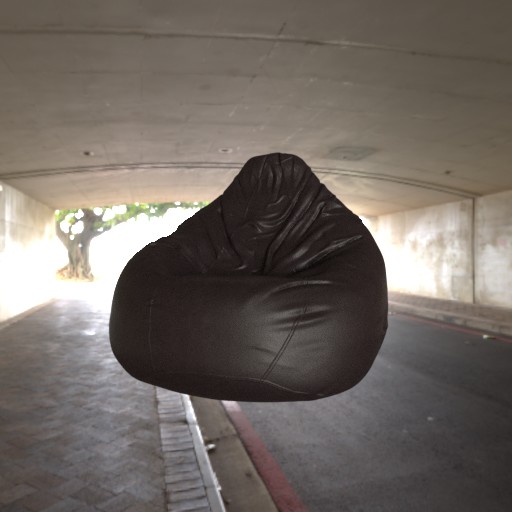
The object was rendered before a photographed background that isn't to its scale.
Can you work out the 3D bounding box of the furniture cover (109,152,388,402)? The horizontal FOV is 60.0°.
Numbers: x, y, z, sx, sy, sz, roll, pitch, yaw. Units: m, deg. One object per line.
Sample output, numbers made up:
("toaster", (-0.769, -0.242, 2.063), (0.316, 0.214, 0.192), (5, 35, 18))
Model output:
("furniture cover", (0.000, 0.000, 1.884), (1.070, 0.990, 1.070), (0, 0, 18))
